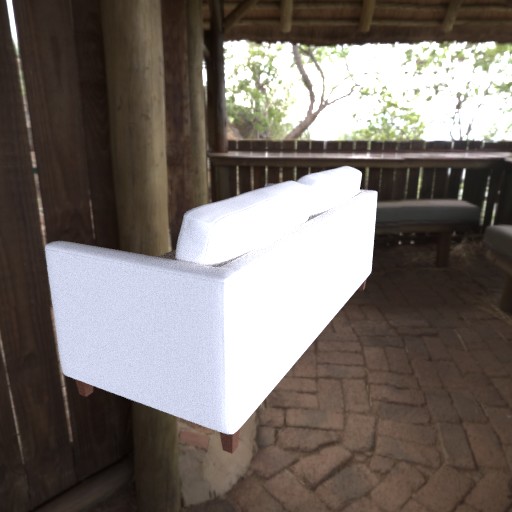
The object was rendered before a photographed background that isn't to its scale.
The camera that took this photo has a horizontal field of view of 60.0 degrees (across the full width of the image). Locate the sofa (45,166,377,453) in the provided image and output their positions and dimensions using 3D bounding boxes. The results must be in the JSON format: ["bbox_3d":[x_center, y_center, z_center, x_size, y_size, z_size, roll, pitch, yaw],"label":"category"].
[{"bbox_3d":[0.000,0.000,2.596,0.924,0.933,2.139,9,19,26],"label":"sofa"}]
